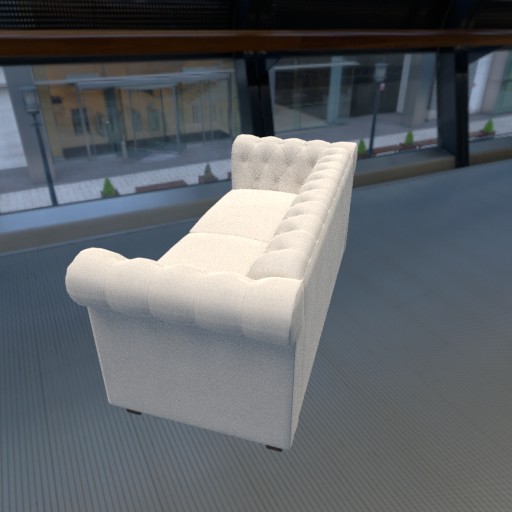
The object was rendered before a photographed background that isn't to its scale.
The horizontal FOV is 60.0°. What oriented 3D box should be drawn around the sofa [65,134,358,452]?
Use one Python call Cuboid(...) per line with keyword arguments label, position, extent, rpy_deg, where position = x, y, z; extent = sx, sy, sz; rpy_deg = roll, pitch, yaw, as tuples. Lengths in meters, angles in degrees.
Cuboid(label="sofa", position=(0.000, 0.000, 2.223), extent=(0.771, 0.796, 1.798), rpy_deg=(8, 30, 15))
